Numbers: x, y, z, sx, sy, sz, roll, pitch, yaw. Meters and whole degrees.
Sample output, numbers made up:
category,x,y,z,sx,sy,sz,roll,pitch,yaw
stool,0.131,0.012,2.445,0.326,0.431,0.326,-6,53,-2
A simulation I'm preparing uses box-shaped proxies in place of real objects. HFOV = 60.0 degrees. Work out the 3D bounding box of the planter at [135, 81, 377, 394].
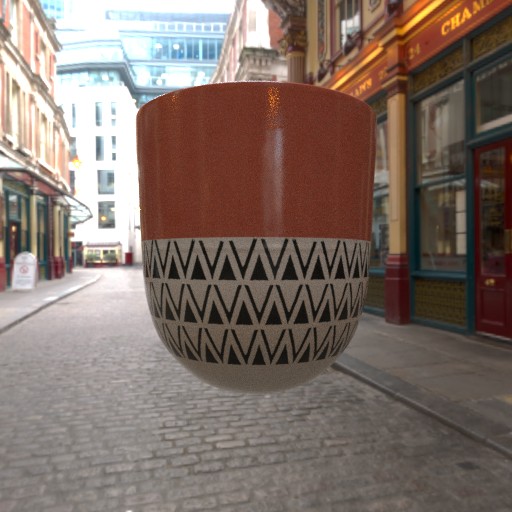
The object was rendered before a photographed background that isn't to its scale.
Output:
category,x,y,z,sx,sy,sz,roll,pitch,yaw
planter,0.000,0.000,0.368,0.195,0.214,0.195,0,-1,0
